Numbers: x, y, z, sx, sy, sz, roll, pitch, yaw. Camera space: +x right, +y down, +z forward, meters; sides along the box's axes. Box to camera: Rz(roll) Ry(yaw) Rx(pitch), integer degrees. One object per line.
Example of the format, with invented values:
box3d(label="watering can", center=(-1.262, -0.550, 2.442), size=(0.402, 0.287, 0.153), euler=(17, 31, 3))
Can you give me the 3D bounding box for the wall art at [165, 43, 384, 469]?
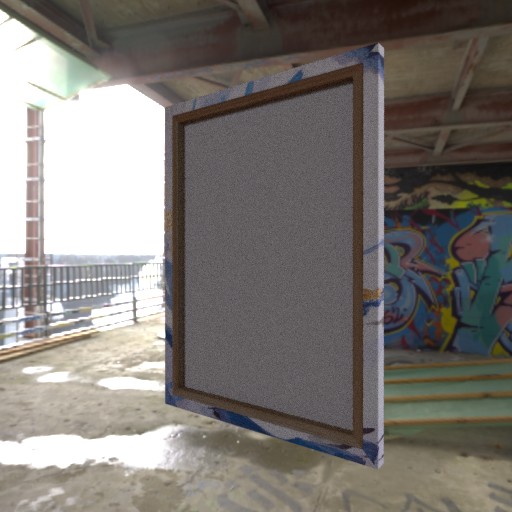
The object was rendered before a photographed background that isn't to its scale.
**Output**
box3d(label="wall art", center=(0.000, 0.000, 1.298), size=(0.761, 1.015, 0.038), euler=(0, 0, 38))
